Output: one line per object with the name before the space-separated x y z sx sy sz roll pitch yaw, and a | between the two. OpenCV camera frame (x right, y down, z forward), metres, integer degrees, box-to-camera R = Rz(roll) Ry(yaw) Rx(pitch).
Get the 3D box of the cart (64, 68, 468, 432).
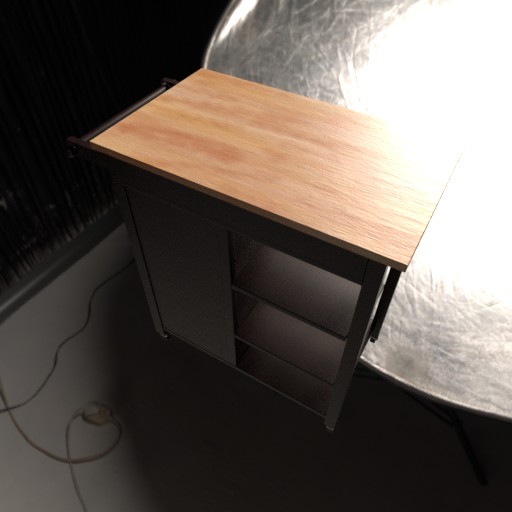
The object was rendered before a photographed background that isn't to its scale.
cart | 0.000 0.000 1.415 0.914 0.878 0.472 24 51 20
